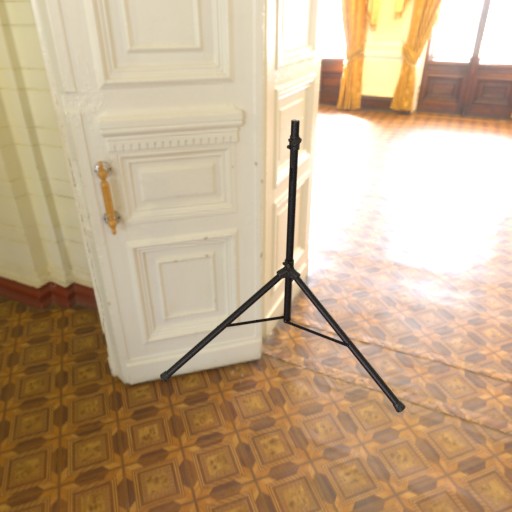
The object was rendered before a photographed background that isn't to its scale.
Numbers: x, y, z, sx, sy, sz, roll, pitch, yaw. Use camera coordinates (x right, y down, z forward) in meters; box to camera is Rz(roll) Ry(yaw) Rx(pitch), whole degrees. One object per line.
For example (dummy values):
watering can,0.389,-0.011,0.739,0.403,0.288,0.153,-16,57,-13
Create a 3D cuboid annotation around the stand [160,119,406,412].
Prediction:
stand,0.000,0.000,2.713,1.339,1.595,1.596,-11,31,-18
